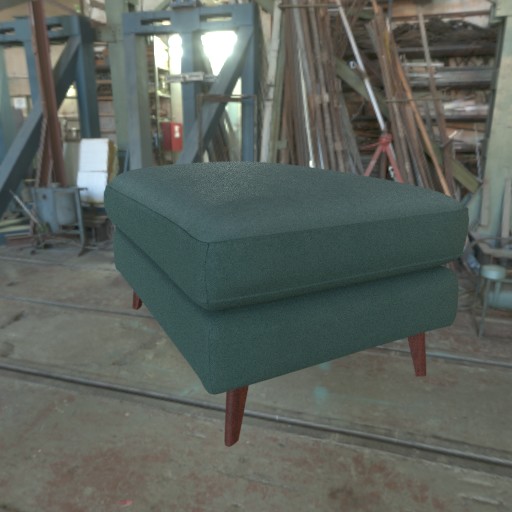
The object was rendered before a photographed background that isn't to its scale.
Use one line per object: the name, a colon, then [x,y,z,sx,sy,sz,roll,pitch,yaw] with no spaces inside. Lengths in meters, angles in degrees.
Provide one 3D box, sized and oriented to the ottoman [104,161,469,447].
ottoman: [0.000,0.000,1.135,0.608,0.449,0.811,-9,19,-27]
